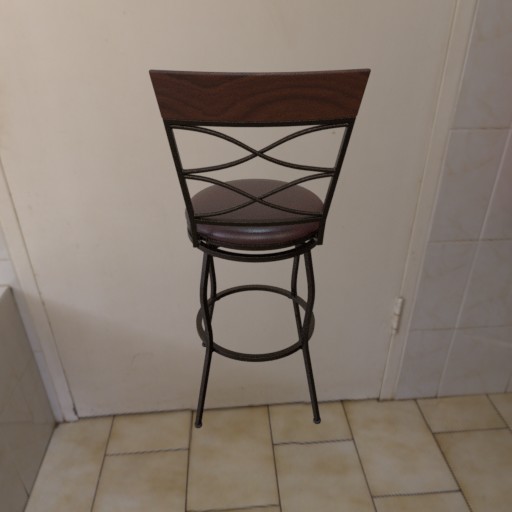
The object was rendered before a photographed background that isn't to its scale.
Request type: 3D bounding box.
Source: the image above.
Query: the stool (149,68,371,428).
[{"bbox_3d":[0.000,0.000,1.372,0.448,1.130,0.513,-1,30,-2],"label":"stool"}]
